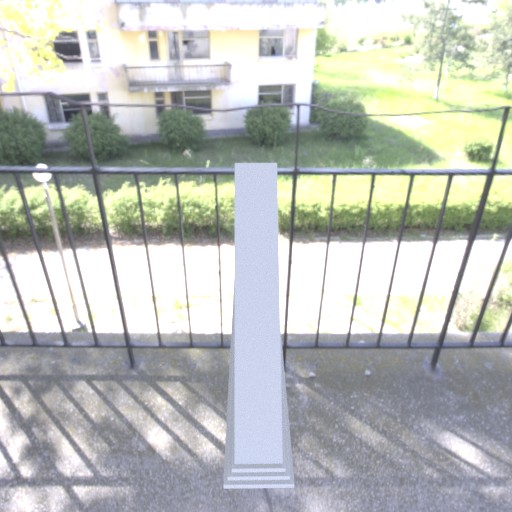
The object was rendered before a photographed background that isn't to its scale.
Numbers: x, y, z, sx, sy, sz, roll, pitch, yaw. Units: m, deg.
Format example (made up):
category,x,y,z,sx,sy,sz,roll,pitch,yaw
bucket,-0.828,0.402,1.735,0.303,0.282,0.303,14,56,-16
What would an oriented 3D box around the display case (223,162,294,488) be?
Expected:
category,x,y,z,sx,sy,sz,roll,pitch,yaw
display case,0.000,0.000,0.779,0.095,0.340,0.640,0,31,-1
